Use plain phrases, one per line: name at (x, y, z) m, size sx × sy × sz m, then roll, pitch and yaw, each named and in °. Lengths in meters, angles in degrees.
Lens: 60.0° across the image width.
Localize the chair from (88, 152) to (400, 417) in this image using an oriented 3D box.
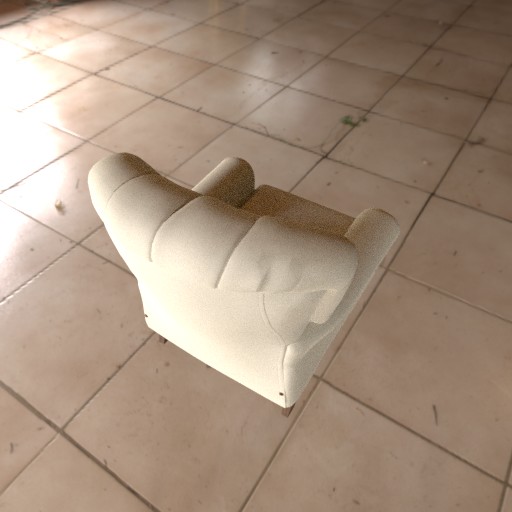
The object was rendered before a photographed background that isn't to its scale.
chair at (0.000, 0.000, 2.012) m, size 1.035 × 1.169 × 1.132 m, roll 24°, pitch 51°, yaw 22°
